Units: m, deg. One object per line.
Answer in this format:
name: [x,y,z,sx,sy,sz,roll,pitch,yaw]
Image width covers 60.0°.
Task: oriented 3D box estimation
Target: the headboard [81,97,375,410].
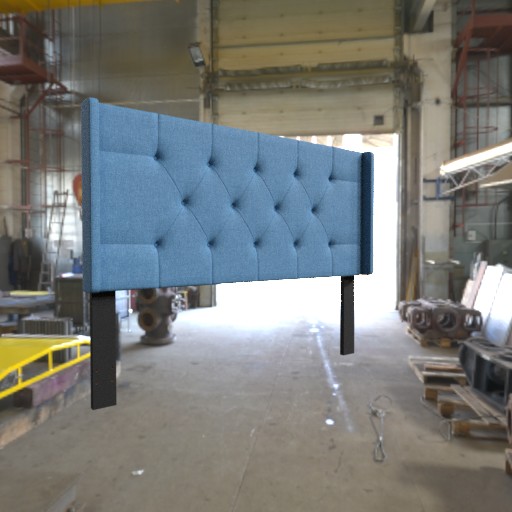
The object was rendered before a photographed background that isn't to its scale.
headboard: [0.000,0.000,2.749,2.051,1.524,0.184,-1,2,-37]
